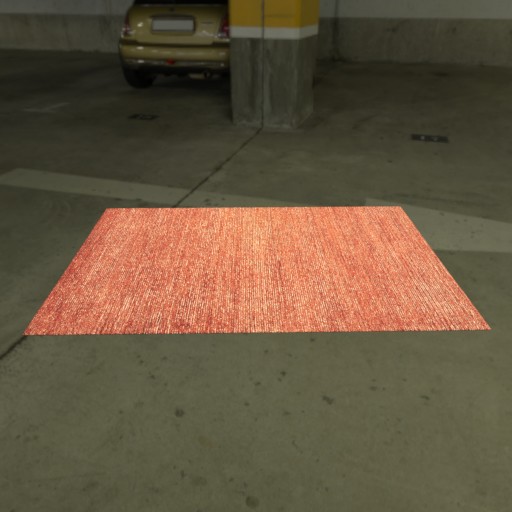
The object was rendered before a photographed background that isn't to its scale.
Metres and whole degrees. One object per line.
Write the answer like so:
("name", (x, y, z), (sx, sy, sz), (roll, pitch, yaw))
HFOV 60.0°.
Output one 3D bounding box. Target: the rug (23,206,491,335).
("rug", (0.000, 0.000, 2.140), (1.747, 0.011, 1.139), (-1, 30, -1))
